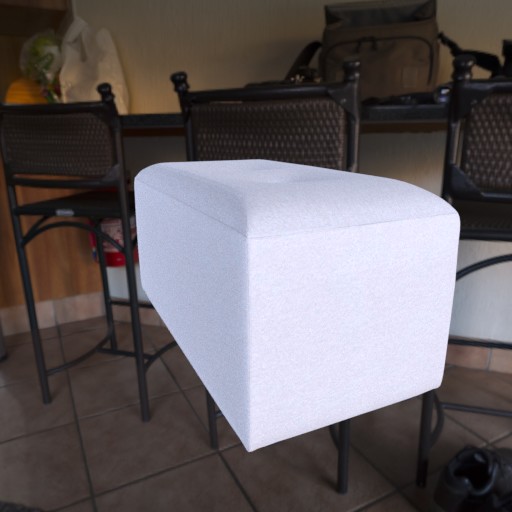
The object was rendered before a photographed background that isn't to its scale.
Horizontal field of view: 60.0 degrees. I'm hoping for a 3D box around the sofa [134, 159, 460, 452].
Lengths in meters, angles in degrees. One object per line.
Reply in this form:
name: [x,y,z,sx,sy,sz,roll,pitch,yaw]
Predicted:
sofa: [0.000,0.000,1.209,0.480,0.470,0.930,-8,18,-24]
